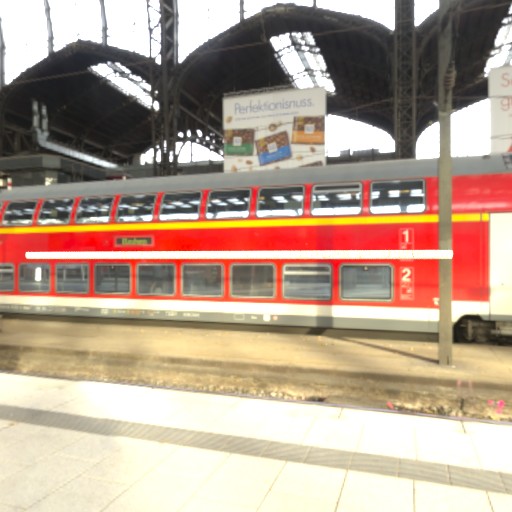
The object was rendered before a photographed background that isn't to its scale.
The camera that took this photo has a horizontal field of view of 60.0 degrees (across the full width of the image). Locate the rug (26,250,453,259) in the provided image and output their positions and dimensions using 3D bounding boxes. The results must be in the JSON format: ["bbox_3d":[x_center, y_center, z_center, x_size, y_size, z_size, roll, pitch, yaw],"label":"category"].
[{"bbox_3d":[0.000,0.000,2.115,1.600,0.027,1.200,0,0,17],"label":"rug"}]
